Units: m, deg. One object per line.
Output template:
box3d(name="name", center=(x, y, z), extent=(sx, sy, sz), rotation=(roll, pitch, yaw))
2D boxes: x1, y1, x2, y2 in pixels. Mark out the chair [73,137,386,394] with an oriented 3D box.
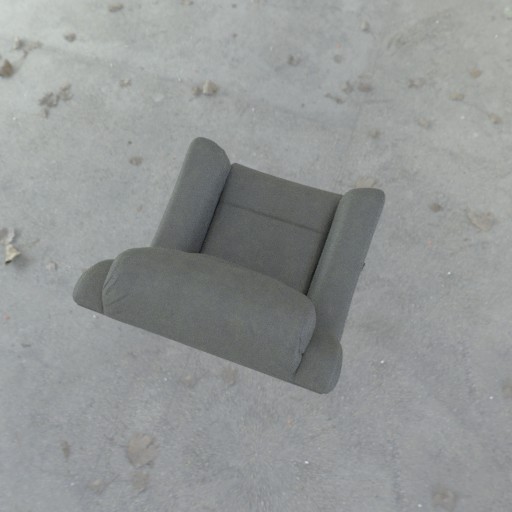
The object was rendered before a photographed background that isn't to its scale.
box3d(name="chair", center=(0.000, 0.000, 1.935), extent=(0.967, 1.116, 1.068), rotation=(18, 67, 8))
